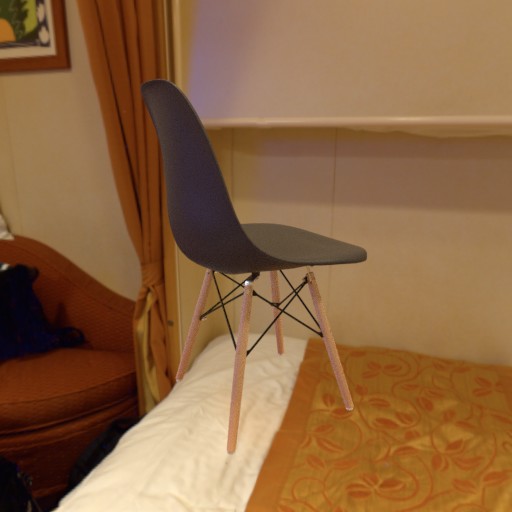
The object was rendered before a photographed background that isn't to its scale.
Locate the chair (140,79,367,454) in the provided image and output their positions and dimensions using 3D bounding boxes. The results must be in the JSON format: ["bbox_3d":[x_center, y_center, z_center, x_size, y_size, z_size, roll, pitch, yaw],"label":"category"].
[{"bbox_3d":[0.000,0.000,1.161,0.533,0.825,0.470,-8,17,-27],"label":"chair"}]
